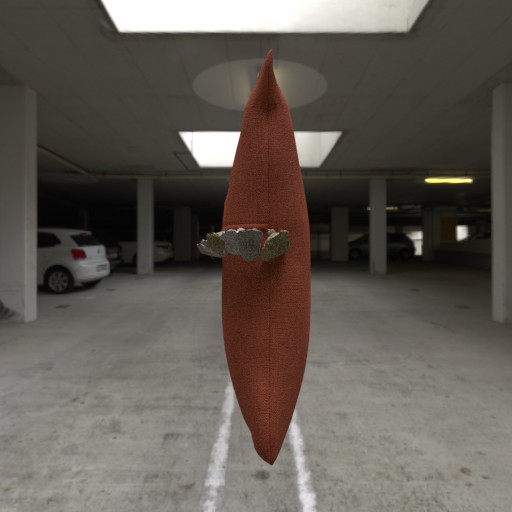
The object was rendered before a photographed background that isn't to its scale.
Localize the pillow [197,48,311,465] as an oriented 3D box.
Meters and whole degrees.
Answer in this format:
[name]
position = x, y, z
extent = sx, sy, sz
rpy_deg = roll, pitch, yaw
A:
[pillow]
position = 0.000, 0.000, 0.740
extent = 0.165, 0.482, 0.490
rpy_deg = 0, -1, 0
